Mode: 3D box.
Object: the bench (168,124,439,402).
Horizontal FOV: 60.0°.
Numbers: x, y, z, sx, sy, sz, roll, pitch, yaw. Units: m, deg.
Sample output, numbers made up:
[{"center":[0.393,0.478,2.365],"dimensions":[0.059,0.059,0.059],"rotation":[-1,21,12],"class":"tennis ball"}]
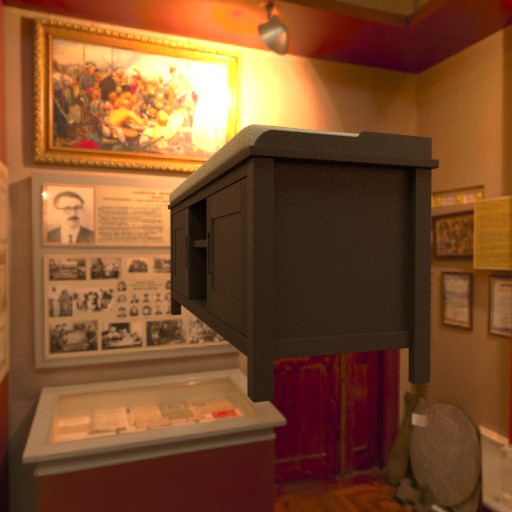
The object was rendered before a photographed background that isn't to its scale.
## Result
[{"center":[0.000,0.000,1.373],"dimensions":[0.398,0.501,1.140],"rotation":[0,1,-18],"class":"bench"}]
